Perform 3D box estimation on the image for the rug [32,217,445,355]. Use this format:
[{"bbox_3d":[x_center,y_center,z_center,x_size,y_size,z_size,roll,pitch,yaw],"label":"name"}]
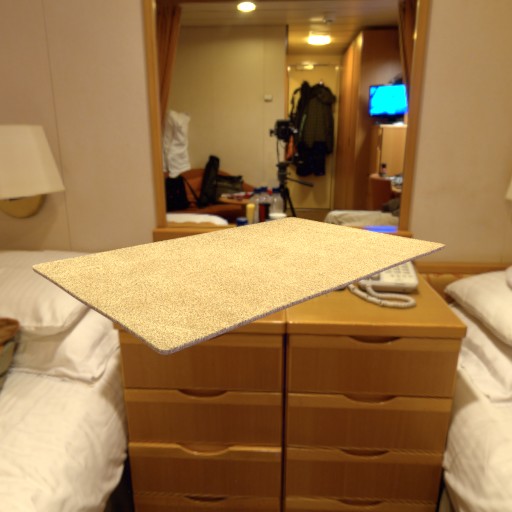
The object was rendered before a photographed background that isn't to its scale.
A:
[{"bbox_3d":[0.000,0.000,2.931,2.349,0.025,1.500,-14,21,-41],"label":"rug"}]
